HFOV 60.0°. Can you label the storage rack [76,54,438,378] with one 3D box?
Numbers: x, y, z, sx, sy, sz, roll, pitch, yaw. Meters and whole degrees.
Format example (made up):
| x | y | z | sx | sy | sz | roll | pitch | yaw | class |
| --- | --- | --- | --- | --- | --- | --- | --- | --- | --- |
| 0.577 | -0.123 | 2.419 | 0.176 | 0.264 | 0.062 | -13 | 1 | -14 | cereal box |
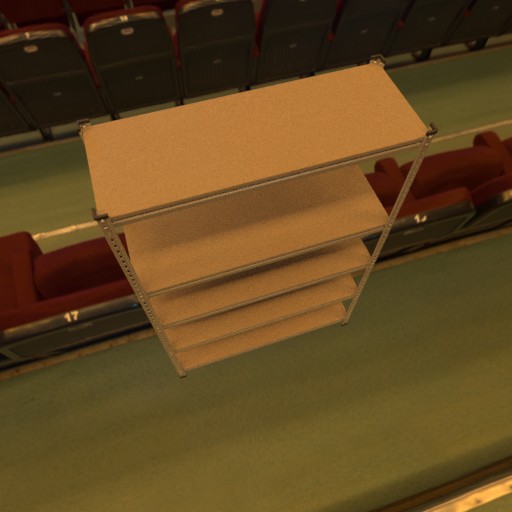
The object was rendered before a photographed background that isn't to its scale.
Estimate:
| x | y | z | sx | sy | sz | roll | pitch | yaw | class |
| --- | --- | --- | --- | --- | --- | --- | --- | --- | --- |
| 0.000 | 0.000 | 2.370 | 1.219 | 1.829 | 0.457 | -16 | 61 | -9 | storage rack |
